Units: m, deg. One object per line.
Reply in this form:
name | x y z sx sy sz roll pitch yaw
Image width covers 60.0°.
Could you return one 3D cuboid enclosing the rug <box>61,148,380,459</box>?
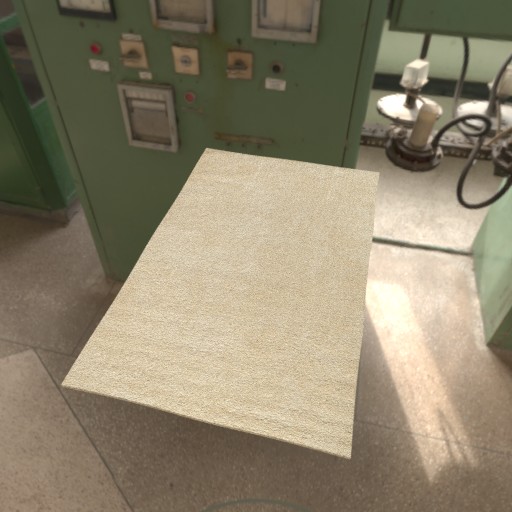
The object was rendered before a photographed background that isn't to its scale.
rug | 0.000 0.000 2.982 1.500 0.025 2.346 10 46 10
